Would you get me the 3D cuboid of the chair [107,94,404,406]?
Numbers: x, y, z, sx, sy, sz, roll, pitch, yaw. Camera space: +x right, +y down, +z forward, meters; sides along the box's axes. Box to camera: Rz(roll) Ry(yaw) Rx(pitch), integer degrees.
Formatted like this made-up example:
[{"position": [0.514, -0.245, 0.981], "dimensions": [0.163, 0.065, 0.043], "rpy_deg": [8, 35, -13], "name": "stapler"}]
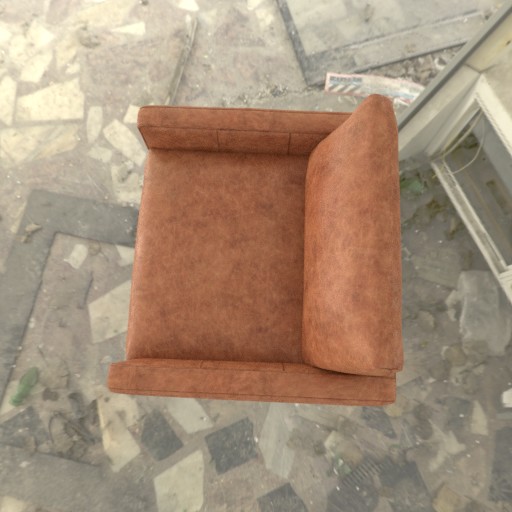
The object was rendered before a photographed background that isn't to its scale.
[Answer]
[{"position": [0.000, 0.000, 1.569], "dimensions": [0.862, 0.869, 0.967], "rpy_deg": [2, 77, 1], "name": "chair"}]
